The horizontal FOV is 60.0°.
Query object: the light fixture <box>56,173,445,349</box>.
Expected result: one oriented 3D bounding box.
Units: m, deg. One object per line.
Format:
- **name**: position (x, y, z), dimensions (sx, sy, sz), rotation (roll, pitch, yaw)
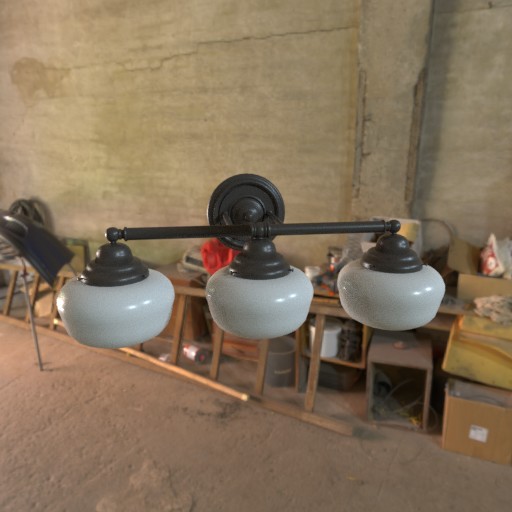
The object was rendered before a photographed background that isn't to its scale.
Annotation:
- **light fixture**: position (0.000, 0.000, 0.706), dimensions (0.587, 0.242, 0.239), rotation (-2, 15, -8)
